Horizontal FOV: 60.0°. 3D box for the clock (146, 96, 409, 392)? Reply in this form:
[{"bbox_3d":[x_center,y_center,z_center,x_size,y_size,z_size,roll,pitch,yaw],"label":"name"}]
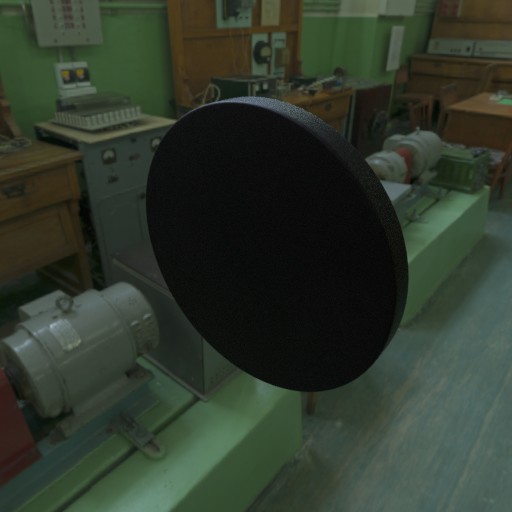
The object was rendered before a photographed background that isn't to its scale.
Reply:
[{"bbox_3d":[0.000,0.000,0.464,0.314,0.314,0.029,21,35,32],"label":"clock"}]
